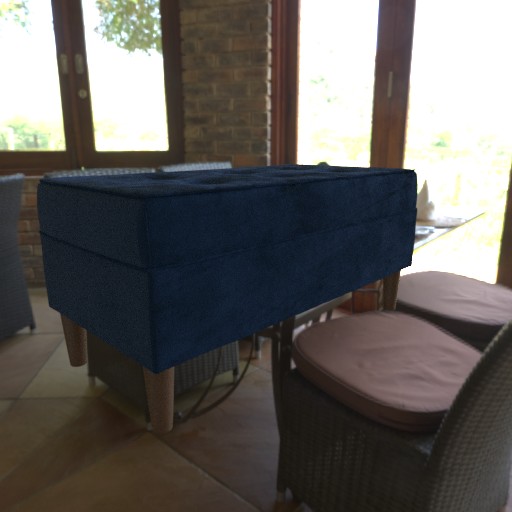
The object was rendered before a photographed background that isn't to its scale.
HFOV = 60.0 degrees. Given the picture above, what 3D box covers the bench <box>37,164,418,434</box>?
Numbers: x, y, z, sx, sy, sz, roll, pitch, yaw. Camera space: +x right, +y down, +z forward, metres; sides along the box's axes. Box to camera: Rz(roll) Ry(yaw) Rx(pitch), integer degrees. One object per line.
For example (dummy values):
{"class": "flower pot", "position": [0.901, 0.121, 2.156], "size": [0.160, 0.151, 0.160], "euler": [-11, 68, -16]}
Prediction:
{"class": "bench", "position": [0.000, 0.000, 1.264], "size": [0.489, 0.467, 1.010], "euler": [14, 20, 43]}
